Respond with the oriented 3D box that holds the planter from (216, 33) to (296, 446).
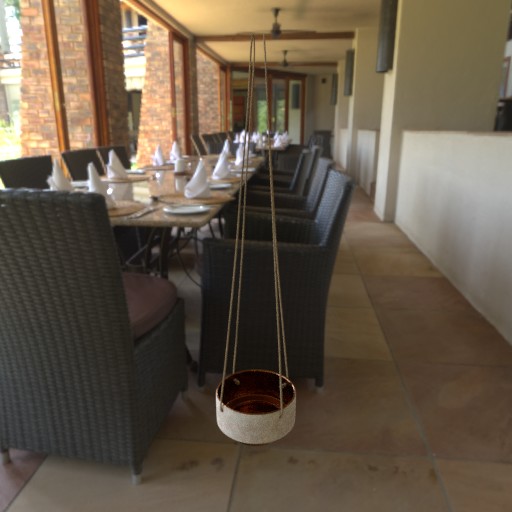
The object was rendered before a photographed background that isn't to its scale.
[{"bbox_3d":[0.000,0.000,1.130,0.223,1.030,0.223,3,16,9],"label":"planter"}]
